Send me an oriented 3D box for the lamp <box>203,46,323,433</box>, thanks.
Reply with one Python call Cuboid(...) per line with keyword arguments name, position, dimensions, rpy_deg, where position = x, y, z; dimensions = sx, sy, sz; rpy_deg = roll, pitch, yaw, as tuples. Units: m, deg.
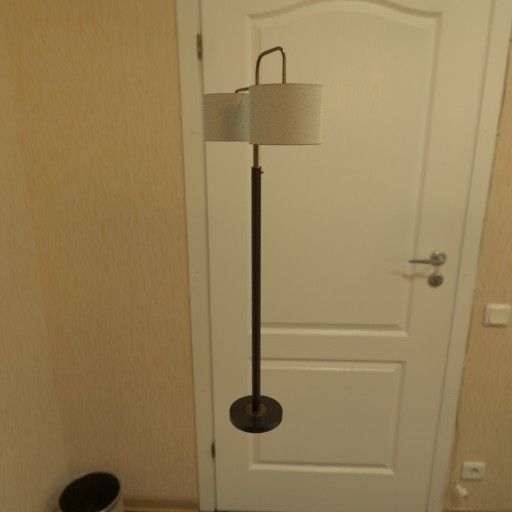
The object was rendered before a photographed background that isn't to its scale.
Cuboid(name="lamp", position=(0.000, 0.000, 1.894), dimensions=(0.254, 1.587, 0.711), rpy_deg=(-8, 18, -25))
